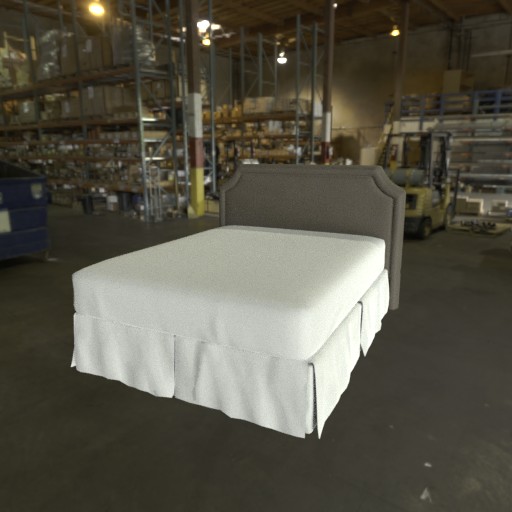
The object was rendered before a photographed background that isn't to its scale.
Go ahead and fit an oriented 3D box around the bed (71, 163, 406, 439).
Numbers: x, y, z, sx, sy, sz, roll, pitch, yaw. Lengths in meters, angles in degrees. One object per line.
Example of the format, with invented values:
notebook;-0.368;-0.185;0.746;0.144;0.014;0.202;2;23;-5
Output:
bed;0.000;0.000;3.330;1.831;1.297;2.181;6;15;25
